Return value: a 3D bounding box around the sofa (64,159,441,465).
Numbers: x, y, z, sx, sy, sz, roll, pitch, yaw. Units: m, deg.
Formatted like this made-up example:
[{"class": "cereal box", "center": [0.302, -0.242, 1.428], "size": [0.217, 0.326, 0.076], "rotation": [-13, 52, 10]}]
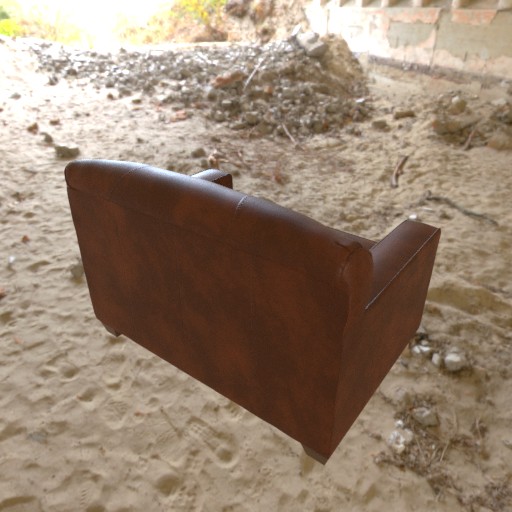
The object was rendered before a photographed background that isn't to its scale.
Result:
[{"class": "sofa", "center": [0.000, 0.000, 2.075], "size": [1.413, 0.956, 1.000], "rotation": [20, 35, 32]}]
